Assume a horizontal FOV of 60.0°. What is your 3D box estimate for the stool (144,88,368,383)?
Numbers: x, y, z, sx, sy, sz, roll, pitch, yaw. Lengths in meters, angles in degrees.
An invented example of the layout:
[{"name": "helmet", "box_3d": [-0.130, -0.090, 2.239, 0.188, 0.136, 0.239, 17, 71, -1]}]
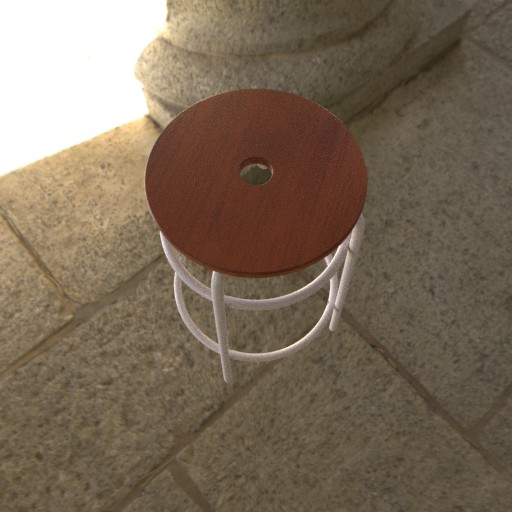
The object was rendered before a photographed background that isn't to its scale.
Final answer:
[{"name": "stool", "box_3d": [0.000, 0.000, 0.943, 0.455, 0.610, 0.455, 18, 66, 8]}]
